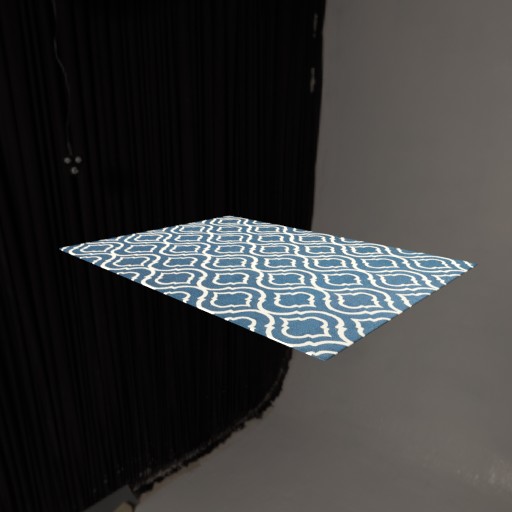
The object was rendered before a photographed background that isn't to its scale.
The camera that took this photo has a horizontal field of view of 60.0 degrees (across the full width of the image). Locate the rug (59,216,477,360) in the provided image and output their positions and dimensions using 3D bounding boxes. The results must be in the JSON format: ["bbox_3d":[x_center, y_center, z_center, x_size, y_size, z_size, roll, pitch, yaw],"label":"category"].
[{"bbox_3d":[0.000,0.000,4.359,3.353,0.010,2.438,15,22,41],"label":"rug"}]
